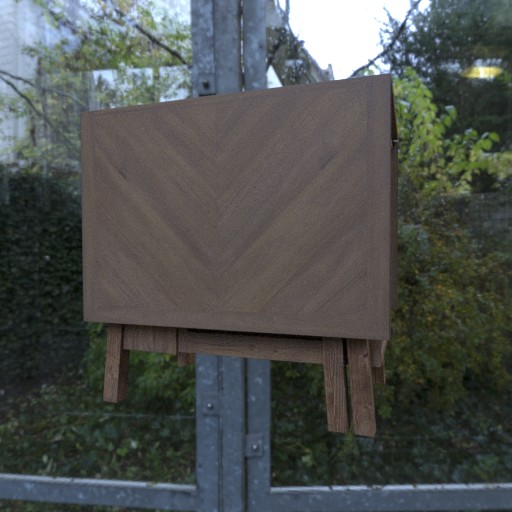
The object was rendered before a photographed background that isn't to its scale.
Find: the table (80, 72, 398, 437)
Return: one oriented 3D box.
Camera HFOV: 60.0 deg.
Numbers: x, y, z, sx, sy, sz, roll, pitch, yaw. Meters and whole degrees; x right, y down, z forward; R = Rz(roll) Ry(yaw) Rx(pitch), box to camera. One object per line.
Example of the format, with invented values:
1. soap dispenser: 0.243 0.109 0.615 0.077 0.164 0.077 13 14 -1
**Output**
1. table: 0.000 0.000 1.617 0.967 0.981 0.701 0 1 19
